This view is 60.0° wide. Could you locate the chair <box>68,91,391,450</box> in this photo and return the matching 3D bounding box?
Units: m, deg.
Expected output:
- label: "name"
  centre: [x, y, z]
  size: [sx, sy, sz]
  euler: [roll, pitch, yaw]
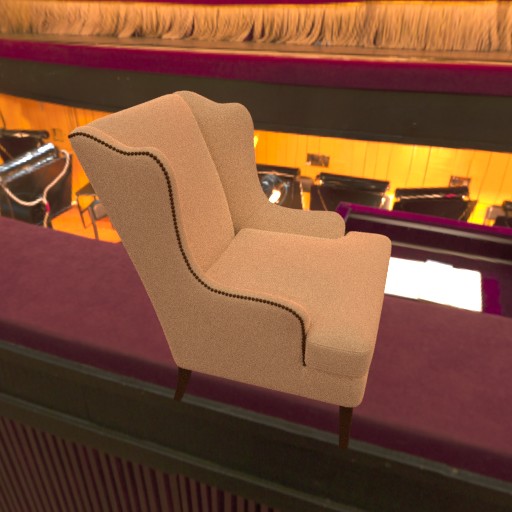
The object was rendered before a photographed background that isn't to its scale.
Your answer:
- label: "chair"
  centre: [0.000, 0.000, 1.636]
  size: [0.940, 1.029, 0.737]
  euler: [10, 32, 17]
